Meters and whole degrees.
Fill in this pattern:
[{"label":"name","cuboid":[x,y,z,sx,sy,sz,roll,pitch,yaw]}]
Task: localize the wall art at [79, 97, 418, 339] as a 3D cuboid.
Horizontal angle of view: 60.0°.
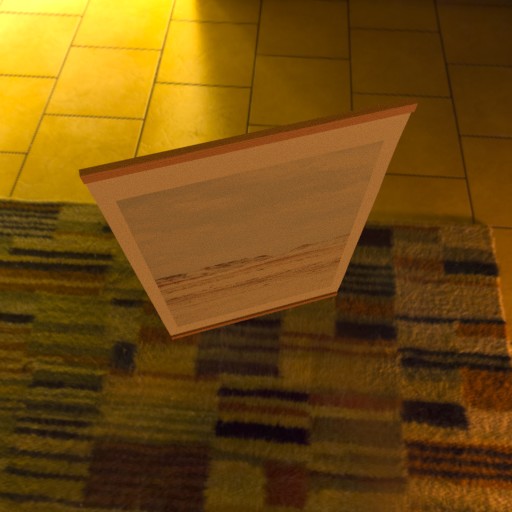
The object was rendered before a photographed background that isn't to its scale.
[{"label":"wall art","cuboid":[0.000,0.000,1.958,1.011,1.521,0.025,-14,63,-7]}]
